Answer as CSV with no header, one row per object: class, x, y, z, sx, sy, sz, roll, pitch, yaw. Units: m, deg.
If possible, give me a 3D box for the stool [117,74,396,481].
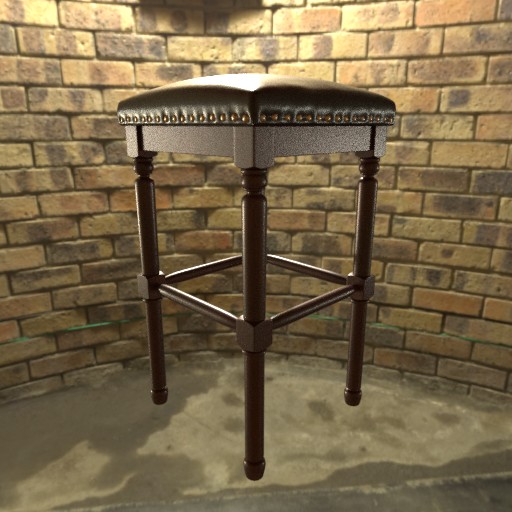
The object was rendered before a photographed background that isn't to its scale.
stool,0.000,0.000,0.926,0.382,0.702,0.383,-15,23,-42
